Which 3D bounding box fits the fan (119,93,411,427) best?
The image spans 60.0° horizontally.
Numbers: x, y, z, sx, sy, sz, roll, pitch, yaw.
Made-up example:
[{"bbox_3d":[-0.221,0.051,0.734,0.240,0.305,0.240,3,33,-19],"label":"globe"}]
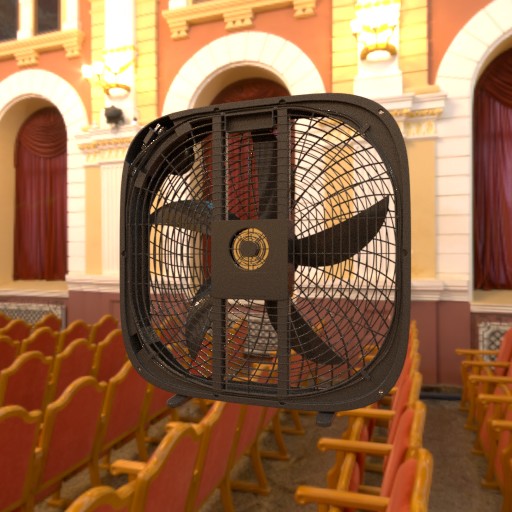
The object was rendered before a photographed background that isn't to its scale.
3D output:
[{"bbox_3d":[0.000,0.000,0.796,0.526,0.533,0.142,0,0,19],"label":"fan"}]
